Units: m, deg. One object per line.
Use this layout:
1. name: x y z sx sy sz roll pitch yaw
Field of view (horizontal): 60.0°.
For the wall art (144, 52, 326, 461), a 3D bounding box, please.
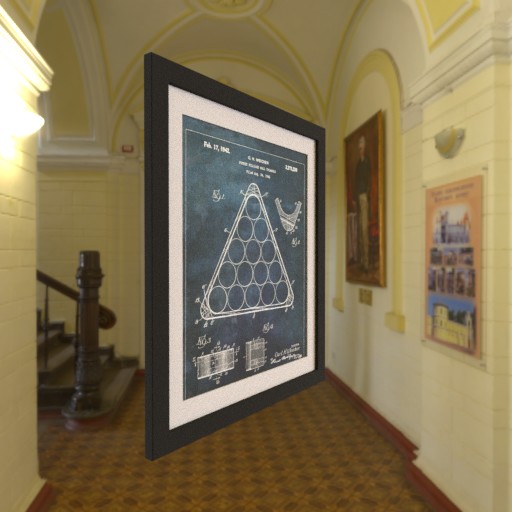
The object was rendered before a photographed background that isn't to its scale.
1. wall art: 0.000 0.000 0.516 0.010 0.361 0.311 1 1 38
